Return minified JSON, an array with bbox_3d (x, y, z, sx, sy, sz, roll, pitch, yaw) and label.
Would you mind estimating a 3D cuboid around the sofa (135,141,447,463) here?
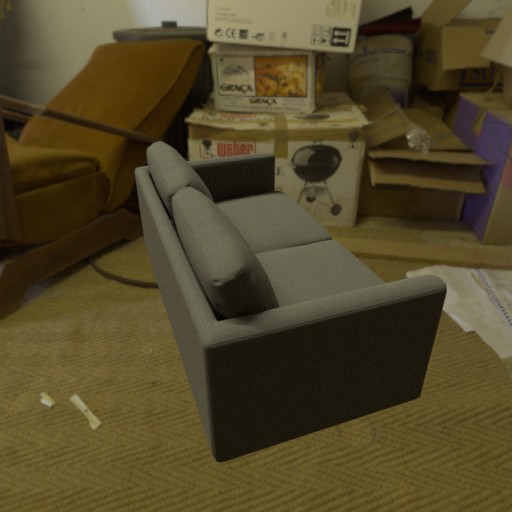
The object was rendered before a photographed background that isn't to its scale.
[{"bbox_3d":[0.000,0.000,2.236,0.940,0.866,1.713,-11,32,-17],"label":"sofa"}]
